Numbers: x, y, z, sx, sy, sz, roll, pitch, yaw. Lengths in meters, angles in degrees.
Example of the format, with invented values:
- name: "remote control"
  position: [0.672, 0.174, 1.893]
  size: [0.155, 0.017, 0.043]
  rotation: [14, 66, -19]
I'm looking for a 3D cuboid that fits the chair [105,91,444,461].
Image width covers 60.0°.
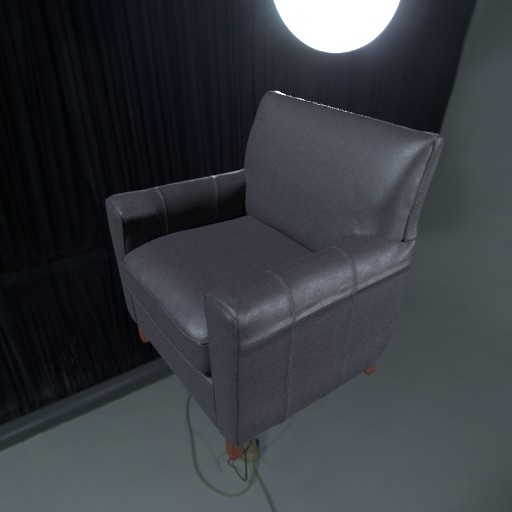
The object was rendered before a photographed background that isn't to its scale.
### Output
- name: "chair"
  position: [0.000, 0.000, 1.606]
  size: [0.825, 0.943, 0.870]
  rotation: [-21, 37, -30]
